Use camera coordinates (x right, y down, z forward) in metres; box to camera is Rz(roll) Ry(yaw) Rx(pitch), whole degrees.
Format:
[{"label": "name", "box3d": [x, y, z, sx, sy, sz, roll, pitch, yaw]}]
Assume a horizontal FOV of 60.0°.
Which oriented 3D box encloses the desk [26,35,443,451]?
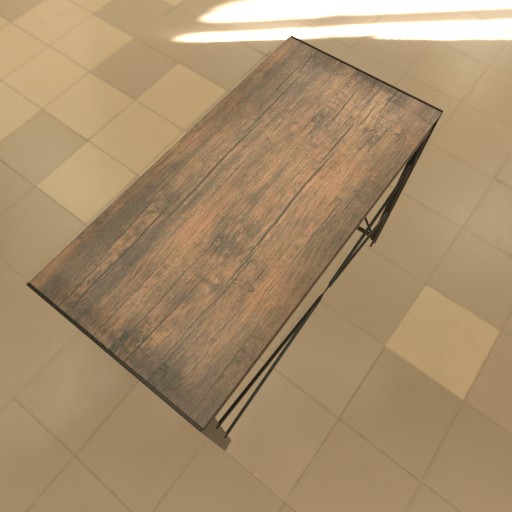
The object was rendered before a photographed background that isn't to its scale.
[{"label": "desk", "box3d": [0.000, 0.000, 1.422, 0.505, 0.747, 1.015, 34, 69, 15]}]
